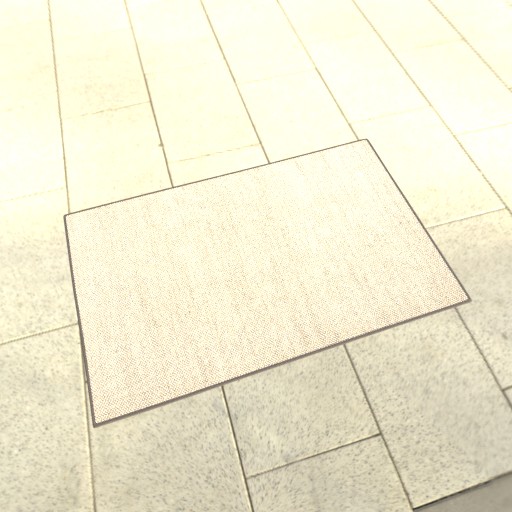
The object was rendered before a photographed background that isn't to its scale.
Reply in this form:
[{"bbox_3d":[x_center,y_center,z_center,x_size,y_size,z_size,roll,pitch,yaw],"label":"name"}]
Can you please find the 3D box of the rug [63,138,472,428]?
[{"bbox_3d":[0.000,0.000,2.089,1.676,0.013,1.067,-16,60,-9],"label":"rug"}]
